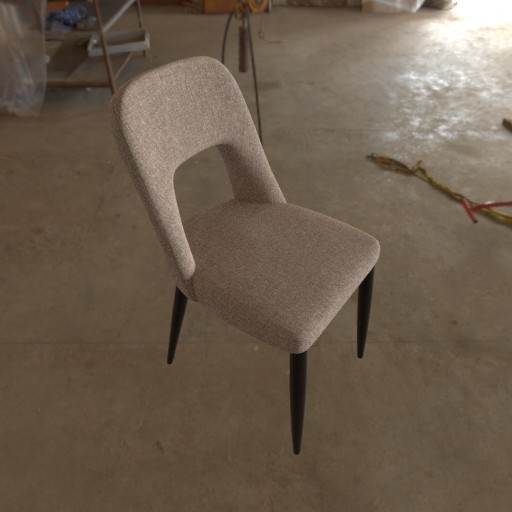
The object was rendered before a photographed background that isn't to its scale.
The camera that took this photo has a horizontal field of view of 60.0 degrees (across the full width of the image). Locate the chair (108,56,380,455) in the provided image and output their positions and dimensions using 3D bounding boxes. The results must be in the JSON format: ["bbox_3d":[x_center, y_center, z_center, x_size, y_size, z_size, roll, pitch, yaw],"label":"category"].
[{"bbox_3d":[0.000,0.000,1.248,0.612,0.931,0.470,25,47,26],"label":"chair"}]
